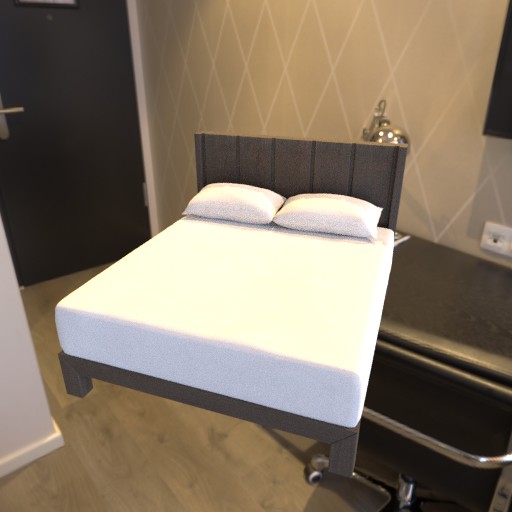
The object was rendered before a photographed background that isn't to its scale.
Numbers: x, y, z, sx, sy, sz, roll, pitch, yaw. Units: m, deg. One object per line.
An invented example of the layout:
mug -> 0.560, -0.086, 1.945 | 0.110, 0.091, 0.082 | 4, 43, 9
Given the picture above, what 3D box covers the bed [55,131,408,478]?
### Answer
bed -> 0.000, 0.000, 3.017 | 1.735, 1.261, 1.992 | 9, 26, 18
